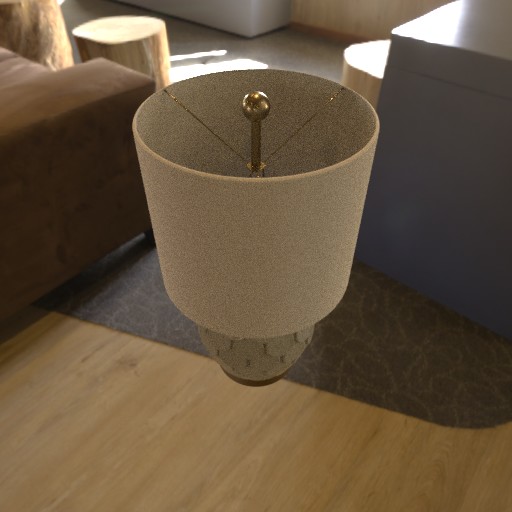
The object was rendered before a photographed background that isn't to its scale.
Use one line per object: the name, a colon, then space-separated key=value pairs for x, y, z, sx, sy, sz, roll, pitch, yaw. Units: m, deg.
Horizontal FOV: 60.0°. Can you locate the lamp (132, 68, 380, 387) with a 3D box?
lamp: x=0.000 y=0.000 z=0.603 sx=0.254 sy=0.452 sz=0.254 roll=0 pitch=43 yaw=0
